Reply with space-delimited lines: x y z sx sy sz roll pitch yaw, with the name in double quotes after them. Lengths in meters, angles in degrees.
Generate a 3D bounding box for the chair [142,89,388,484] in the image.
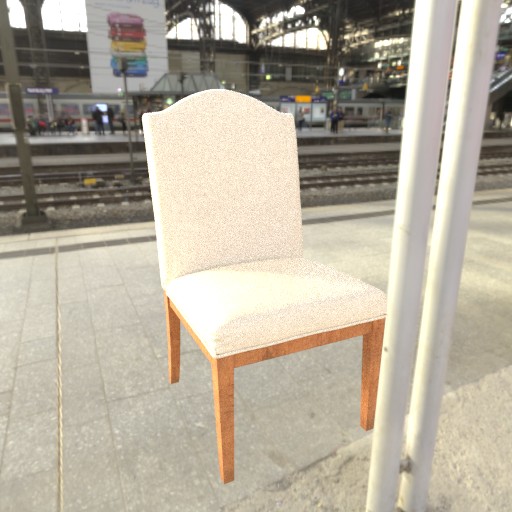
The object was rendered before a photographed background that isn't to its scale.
0.000 0.000 1.398 0.534 1.012 0.648 -8 19 -25 "chair"
